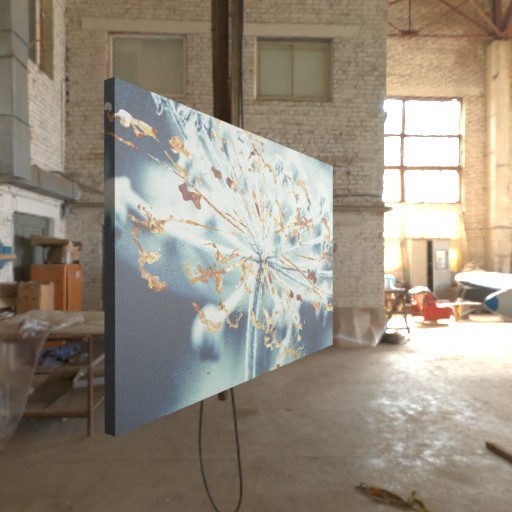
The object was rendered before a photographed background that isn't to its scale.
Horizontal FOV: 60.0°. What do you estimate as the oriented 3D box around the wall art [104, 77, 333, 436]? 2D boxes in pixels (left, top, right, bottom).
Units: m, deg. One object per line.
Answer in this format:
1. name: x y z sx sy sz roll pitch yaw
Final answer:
1. wall art: 0.000 0.000 1.420 0.035 0.759 1.138 0 0 33
